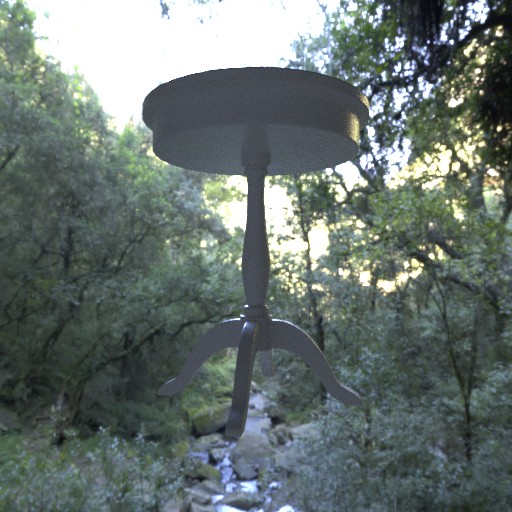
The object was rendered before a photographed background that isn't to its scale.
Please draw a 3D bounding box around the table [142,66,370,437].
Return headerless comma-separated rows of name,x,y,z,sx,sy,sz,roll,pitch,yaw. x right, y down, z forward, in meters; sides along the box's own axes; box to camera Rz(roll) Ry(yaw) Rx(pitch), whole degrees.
table,0.000,0.000,1.023,0.513,0.653,0.513,0,-1,0
